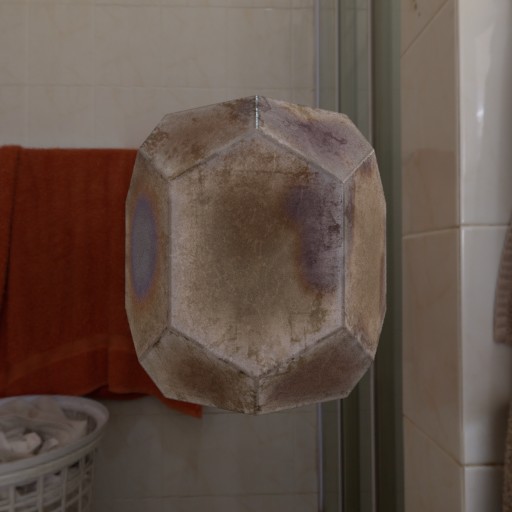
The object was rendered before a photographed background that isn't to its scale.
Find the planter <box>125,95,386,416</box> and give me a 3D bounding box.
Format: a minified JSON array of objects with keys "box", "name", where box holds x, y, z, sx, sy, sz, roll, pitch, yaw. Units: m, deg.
[{"box":[0.000,0.000,0.414,0.243,0.238,0.221,0,-1,0],"name":"planter"}]
